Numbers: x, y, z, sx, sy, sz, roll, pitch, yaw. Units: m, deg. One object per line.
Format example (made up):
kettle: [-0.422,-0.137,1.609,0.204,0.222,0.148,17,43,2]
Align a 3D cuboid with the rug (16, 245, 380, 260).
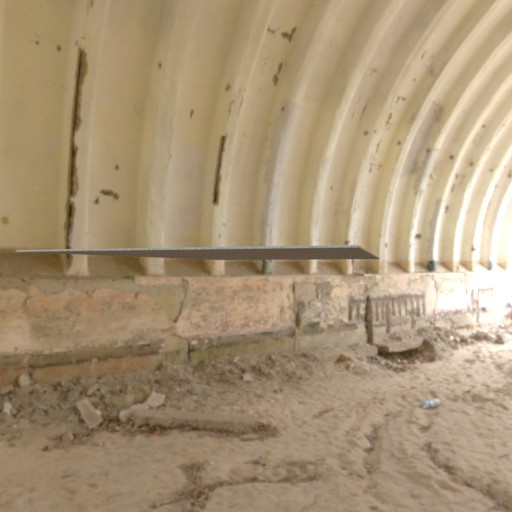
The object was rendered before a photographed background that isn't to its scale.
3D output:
rug: [0.000,0.000,2.940,1.515,0.010,2.430,0,-2,17]
